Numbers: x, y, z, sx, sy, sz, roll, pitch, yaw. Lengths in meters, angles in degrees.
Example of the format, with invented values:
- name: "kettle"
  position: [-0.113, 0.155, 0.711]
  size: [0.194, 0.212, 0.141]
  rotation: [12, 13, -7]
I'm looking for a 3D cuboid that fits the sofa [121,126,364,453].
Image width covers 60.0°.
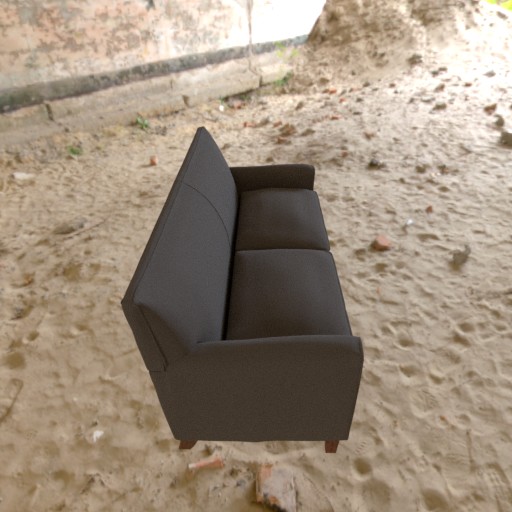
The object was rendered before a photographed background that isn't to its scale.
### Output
- name: "sofa"
  position: [0.000, 0.000, 2.478]
  size: [0.843, 0.907, 2.002]
  rotation: [0, 32, 1]
